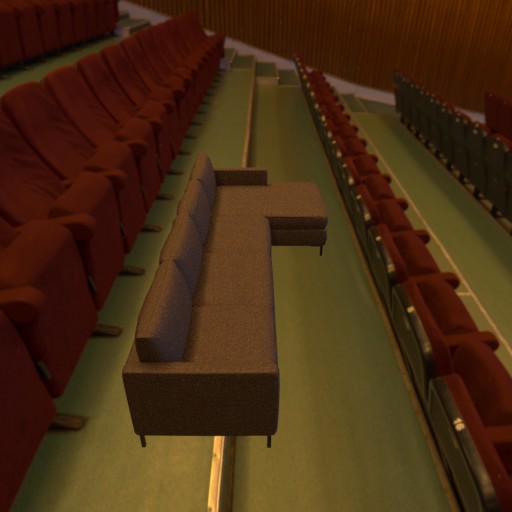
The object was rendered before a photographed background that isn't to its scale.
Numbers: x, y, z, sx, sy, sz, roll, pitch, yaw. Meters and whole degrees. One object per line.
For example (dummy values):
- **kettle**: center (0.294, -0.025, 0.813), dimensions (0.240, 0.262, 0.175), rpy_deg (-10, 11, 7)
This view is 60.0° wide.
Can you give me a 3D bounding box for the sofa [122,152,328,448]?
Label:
- **sofa**: center (0.000, 0.000, 3.869), dimensions (1.483, 0.892, 3.221), rpy_deg (0, 32, 0)
